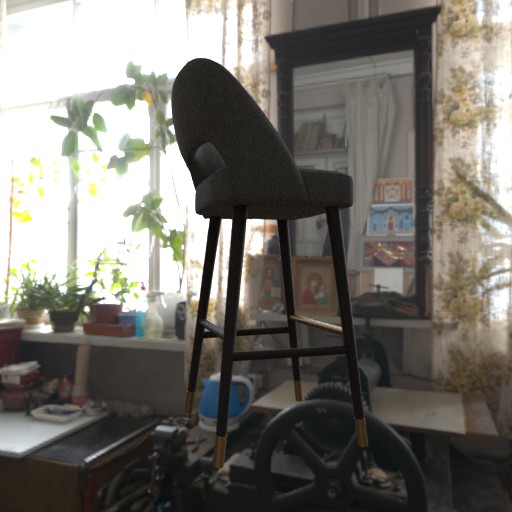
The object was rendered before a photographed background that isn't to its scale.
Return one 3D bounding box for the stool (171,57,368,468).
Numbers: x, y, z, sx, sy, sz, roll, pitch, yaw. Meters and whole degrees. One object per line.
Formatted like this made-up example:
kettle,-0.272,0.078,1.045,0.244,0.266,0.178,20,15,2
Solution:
stool,0.000,0.000,1.407,0.524,1.089,0.536,0,-1,-19
